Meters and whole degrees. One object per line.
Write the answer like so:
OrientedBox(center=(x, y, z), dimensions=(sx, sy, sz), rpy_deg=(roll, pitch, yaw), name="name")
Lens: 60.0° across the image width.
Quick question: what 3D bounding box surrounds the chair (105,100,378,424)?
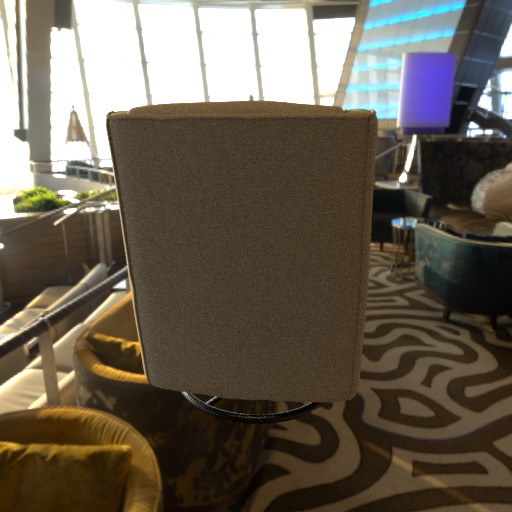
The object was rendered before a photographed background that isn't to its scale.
OrientedBox(center=(0.000, 0.000, 1.556), dimensions=(0.732, 0.993, 0.879), rpy_deg=(2, 16, 8), name="chair")
